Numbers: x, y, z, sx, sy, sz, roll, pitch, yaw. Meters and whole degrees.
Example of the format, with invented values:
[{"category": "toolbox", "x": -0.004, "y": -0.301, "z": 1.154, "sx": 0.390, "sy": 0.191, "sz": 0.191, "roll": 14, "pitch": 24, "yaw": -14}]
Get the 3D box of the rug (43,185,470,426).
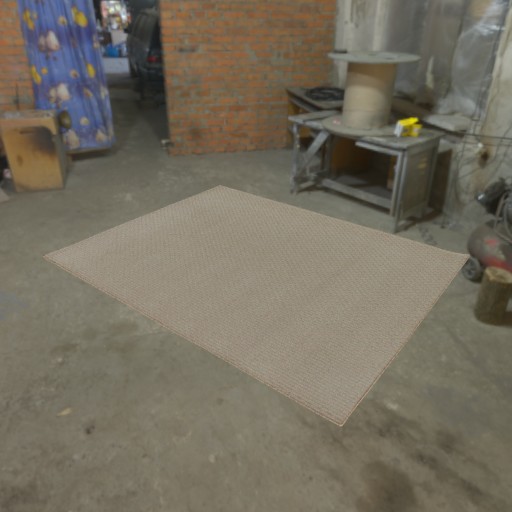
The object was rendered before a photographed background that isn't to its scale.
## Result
[{"category": "rug", "x": 0.000, "y": 0.000, "z": 3.811, "sx": 2.897, "sy": 0.035, "sz": 2.277, "roll": 21, "pitch": 35, "yaw": 33}]
